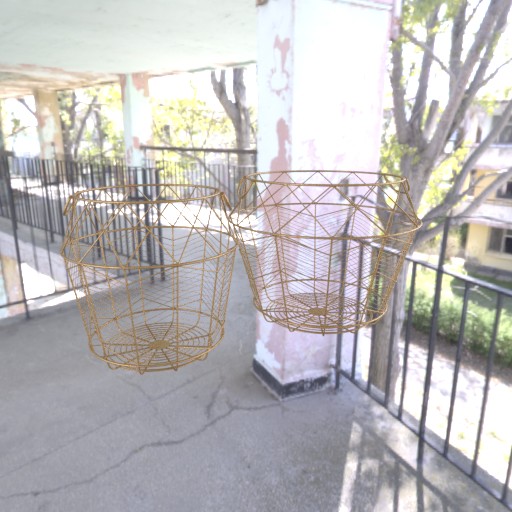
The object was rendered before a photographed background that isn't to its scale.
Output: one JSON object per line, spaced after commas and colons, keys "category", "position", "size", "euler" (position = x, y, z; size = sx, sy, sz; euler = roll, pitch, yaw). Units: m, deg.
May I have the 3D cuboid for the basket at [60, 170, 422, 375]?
{"category": "basket", "position": [0.000, 0.000, 1.002], "size": [0.805, 0.343, 0.451], "euler": [-8, 17, -26]}
